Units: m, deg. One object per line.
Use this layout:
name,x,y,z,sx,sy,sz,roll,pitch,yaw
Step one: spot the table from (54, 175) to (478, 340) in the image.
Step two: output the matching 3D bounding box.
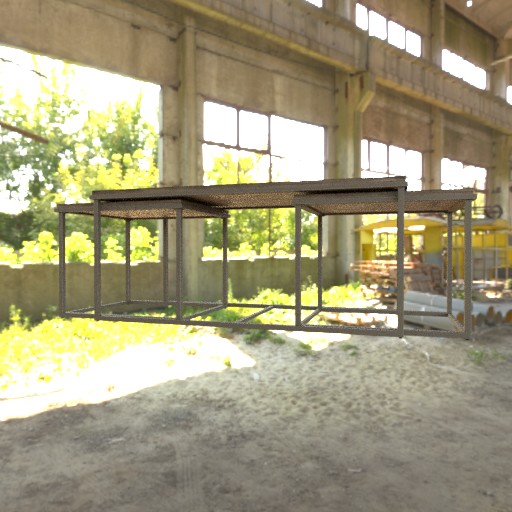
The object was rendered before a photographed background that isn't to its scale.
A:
table,0.000,0.000,1.527,1.312,0.427,0.489,0,1,17
